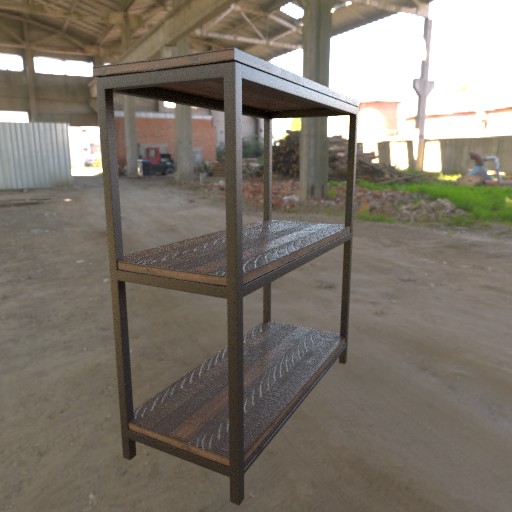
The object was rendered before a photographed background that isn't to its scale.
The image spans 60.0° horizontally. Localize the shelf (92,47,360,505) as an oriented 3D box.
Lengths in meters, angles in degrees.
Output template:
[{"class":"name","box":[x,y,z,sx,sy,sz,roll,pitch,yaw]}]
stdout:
[{"class":"shelf","box":[0.000,0.000,1.318,0.352,0.947,0.822,6,14,27]}]
